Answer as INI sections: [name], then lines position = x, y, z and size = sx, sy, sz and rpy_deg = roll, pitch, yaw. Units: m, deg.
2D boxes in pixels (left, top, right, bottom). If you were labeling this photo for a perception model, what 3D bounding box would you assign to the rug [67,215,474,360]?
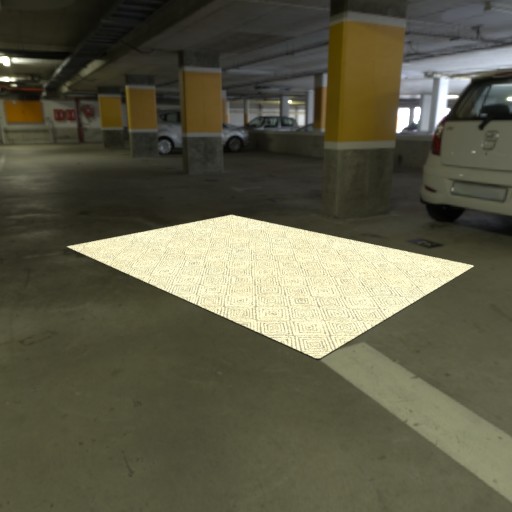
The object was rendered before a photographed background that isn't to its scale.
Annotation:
[rug]
position = 0.000, 0.000, 2.961
size = 2.238, 0.008, 1.593
rpy_deg = 16, 23, 42
